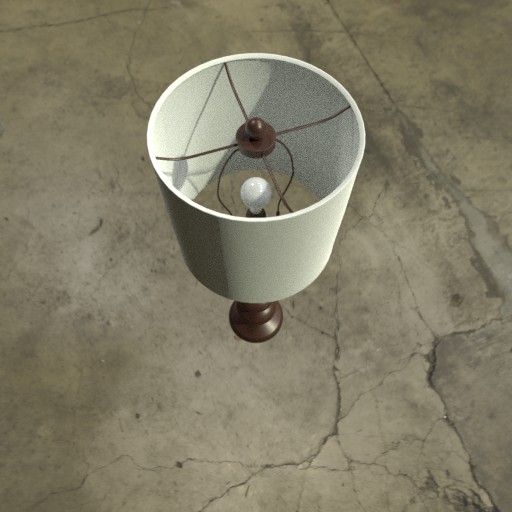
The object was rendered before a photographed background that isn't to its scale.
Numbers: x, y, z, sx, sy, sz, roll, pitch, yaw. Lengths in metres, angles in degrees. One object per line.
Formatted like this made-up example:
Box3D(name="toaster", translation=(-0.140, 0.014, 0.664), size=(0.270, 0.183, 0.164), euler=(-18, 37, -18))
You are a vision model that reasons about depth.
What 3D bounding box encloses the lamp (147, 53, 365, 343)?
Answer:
Box3D(name="lamp", translation=(0.000, 0.000, 0.813), size=(0.254, 0.690, 0.254), euler=(-17, 65, -8))
